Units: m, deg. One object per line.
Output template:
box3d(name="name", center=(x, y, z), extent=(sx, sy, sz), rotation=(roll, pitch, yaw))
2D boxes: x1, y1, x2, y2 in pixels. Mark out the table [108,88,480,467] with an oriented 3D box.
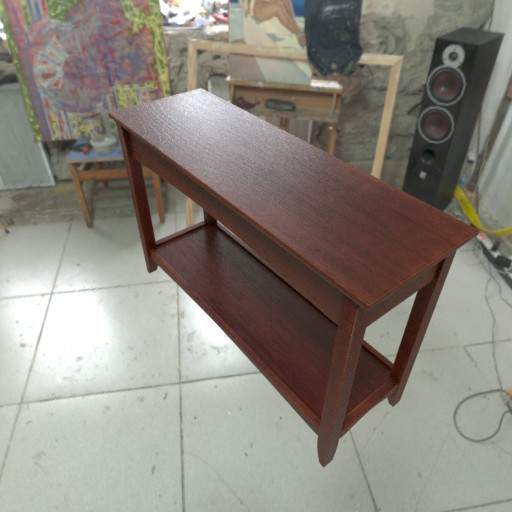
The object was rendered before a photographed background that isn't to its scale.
box3d(name="table", center=(0.000, 0.000, 1.530), extent=(0.392, 0.739, 1.188), rotation=(-27, 47, -28))
